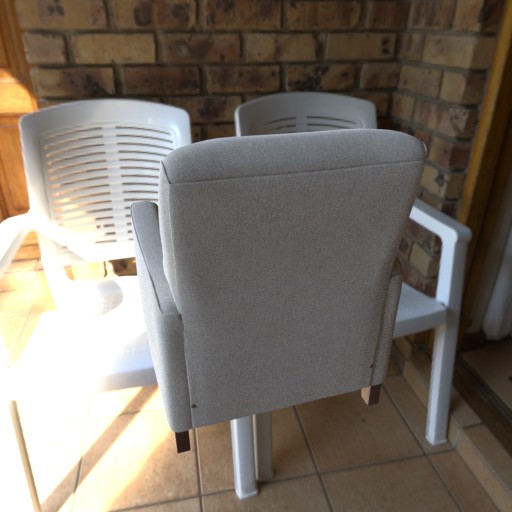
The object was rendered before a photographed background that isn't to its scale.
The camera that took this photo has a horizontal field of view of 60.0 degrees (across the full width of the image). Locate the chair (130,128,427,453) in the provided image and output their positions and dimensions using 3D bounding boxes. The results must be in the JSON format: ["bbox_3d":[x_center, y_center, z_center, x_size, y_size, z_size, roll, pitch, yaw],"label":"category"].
[{"bbox_3d":[0.000,0.000,1.613,0.845,1.023,0.859,-8,29,-15],"label":"chair"}]
